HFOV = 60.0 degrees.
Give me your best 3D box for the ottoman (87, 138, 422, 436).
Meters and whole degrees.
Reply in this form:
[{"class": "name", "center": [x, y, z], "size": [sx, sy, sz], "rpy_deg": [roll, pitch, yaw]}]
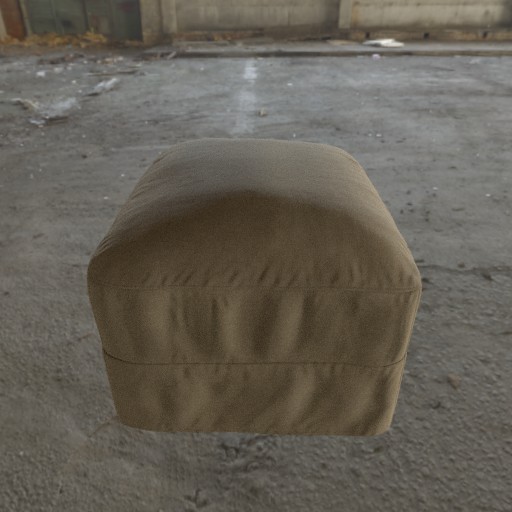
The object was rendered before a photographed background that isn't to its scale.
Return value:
[{"class": "ottoman", "center": [0.000, 0.000, 1.061], "size": [0.584, 0.480, 0.712], "rpy_deg": [0, 30, 0]}]
